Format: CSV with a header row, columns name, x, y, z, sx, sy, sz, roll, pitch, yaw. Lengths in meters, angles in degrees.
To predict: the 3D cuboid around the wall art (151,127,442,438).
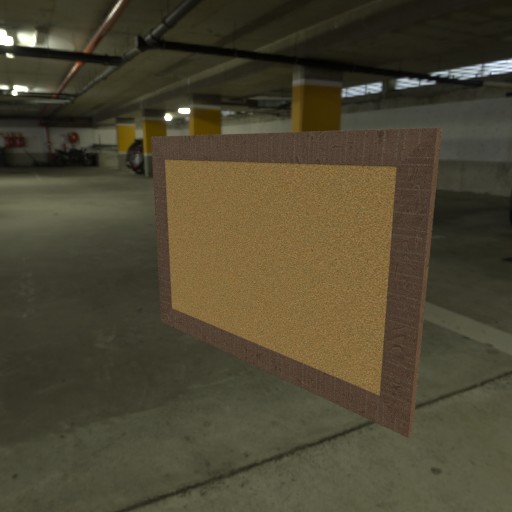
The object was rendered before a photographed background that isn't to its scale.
name,x,y,z,sx,sy,sz,roll,pitch,yaw
wall art,0.000,0.000,1.175,0.917,0.626,0.019,13,19,43
